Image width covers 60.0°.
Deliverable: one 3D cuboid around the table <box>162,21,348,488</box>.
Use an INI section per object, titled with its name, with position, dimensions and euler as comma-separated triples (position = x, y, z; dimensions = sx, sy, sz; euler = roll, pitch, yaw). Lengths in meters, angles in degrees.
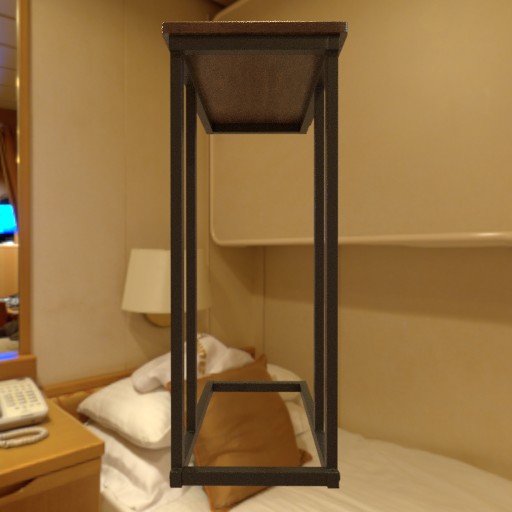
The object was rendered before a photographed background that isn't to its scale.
[table]
position = 0.000, 0.000, 0.826
dimensions = 0.254, 0.637, 0.450
euler = 0, 1, 0
